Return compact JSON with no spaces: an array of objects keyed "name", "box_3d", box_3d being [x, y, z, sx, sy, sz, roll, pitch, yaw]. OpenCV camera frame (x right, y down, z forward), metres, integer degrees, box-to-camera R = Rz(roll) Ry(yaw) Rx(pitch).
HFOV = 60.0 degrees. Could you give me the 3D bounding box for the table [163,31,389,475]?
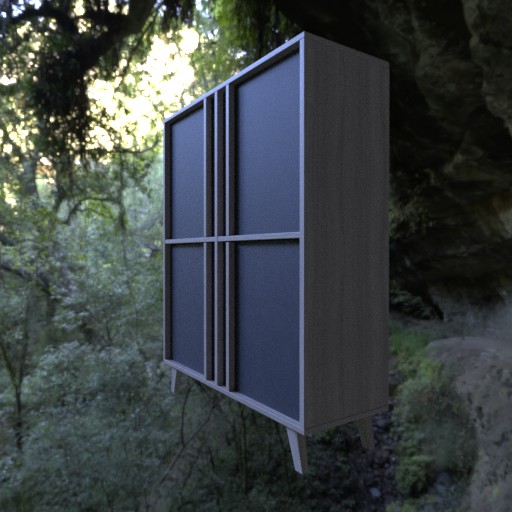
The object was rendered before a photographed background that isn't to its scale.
[{"name":"table","box_3d":[0.000,0.000,1.933,0.398,1.388,1.111,0,0,-34]}]
